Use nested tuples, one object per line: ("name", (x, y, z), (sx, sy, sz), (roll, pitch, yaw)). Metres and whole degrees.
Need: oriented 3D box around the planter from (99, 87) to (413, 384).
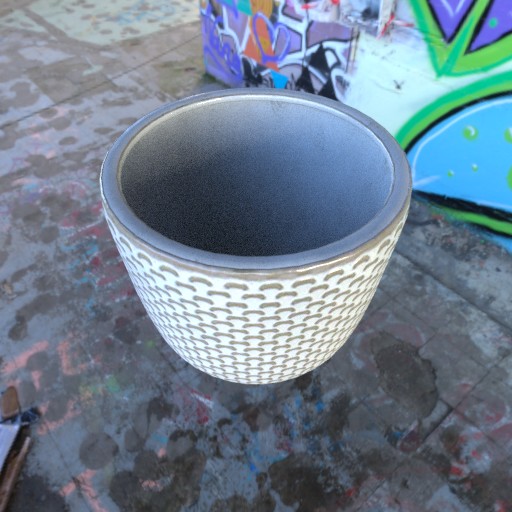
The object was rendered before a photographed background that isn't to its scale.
("planter", (0.000, 0.000, 0.304), (0.173, 0.160, 0.173), (0, 47, 0))
